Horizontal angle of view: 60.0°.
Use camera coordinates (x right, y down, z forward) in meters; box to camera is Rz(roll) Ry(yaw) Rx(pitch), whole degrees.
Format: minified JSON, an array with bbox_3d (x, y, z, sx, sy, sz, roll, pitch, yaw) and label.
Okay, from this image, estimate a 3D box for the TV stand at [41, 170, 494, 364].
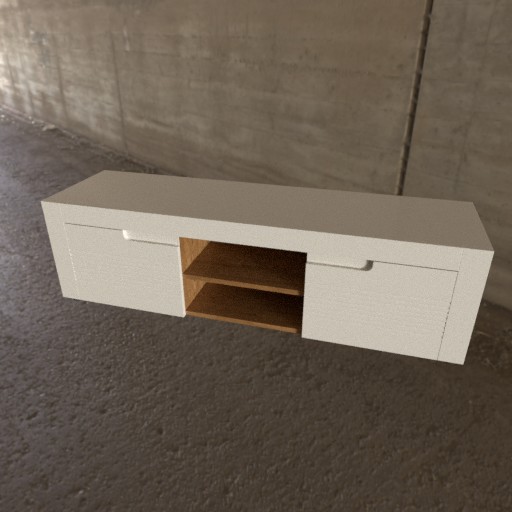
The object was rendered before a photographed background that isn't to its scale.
[{"bbox_3d":[0.000,0.000,1.697,1.500,0.440,0.410,7,28,14],"label":"TV stand"}]
